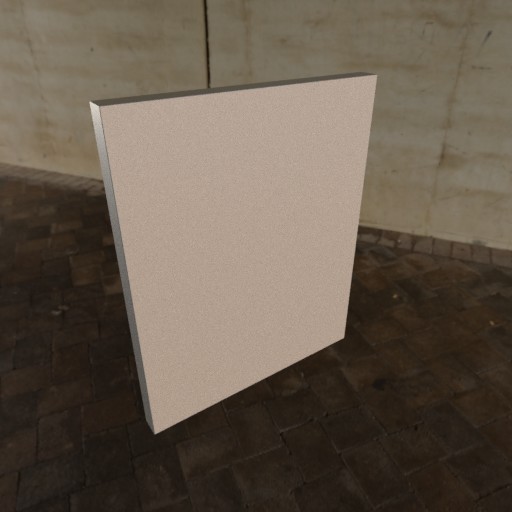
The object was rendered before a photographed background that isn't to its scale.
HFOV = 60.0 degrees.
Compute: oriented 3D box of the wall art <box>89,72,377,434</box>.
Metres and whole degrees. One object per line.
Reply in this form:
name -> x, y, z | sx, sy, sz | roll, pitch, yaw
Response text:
wall art -> 0.000, 0.000, 0.757 | 0.452, 0.549, 0.038 | -19, 35, -29
